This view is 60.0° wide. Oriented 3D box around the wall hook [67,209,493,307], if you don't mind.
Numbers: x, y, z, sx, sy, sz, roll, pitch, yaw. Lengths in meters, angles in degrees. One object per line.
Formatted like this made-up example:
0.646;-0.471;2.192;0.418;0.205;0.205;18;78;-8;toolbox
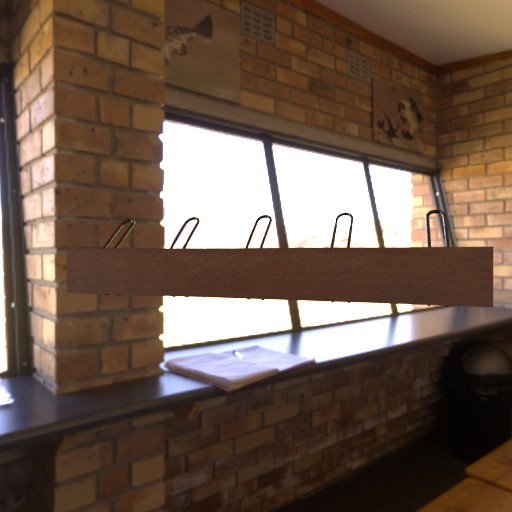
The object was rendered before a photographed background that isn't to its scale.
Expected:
0.000;0.000;0.592;0.554;0.116;0.076;0;0;18;wall hook
